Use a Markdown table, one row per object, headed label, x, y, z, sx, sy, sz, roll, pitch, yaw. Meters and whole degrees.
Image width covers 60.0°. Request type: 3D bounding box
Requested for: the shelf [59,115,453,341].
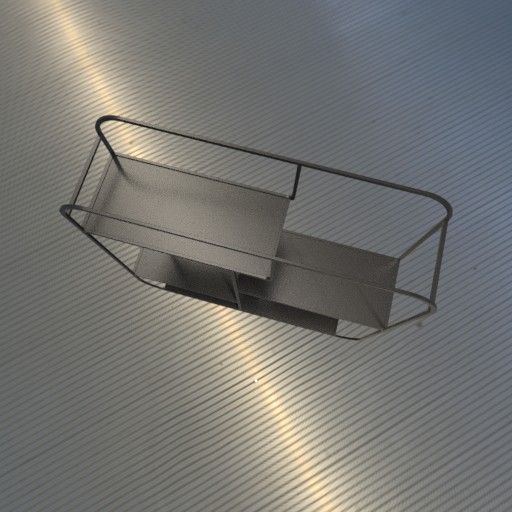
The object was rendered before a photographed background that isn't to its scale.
| label | x | y | z | sx | sy | sz | roll | pitch | yaw |
| --- | --- | --- | --- | --- | --- | --- | --- | --- | --- |
| shelf | 0.000 | 0.000 | 0.935 | 0.600 | 0.600 | 0.160 | 15 | 75 | 4 |
